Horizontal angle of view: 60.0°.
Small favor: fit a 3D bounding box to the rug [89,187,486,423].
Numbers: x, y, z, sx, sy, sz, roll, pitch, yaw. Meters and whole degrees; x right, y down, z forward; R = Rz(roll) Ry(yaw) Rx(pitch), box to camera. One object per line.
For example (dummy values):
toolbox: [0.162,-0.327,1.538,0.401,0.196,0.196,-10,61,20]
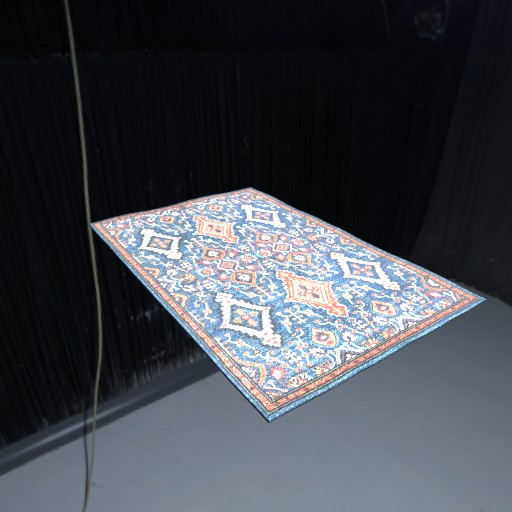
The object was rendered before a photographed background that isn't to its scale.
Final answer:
rug: [0.000,0.000,2.313,1.195,0.014,1.847,-18,33,-30]
